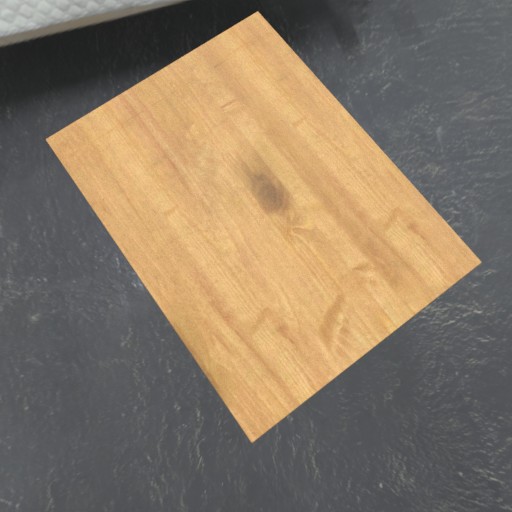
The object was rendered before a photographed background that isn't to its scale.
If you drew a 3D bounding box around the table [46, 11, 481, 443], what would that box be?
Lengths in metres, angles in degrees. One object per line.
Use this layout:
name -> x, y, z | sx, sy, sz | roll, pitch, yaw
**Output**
table -> 0.000, 0.000, 1.196 | 0.500, 0.813, 0.660 | -35, 78, -9
